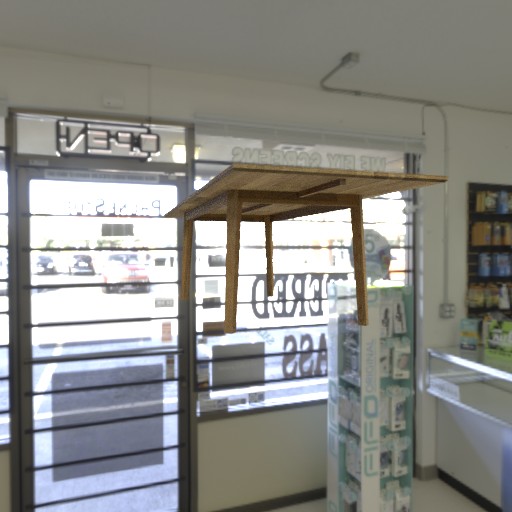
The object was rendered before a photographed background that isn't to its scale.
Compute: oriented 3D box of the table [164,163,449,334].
[{"bbox_3d":[0.000,0.000,3.094,1.000,0.752,2.603,0,1,-17],"label":"table"}]
